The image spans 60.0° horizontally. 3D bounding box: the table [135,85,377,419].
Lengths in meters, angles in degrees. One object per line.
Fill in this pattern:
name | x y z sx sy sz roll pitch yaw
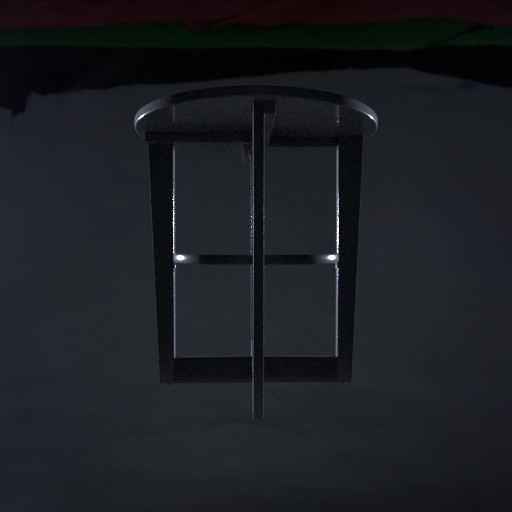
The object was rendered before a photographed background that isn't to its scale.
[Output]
table | 0.000 0.000 0.953 0.500 0.550 0.500 0 1 0
